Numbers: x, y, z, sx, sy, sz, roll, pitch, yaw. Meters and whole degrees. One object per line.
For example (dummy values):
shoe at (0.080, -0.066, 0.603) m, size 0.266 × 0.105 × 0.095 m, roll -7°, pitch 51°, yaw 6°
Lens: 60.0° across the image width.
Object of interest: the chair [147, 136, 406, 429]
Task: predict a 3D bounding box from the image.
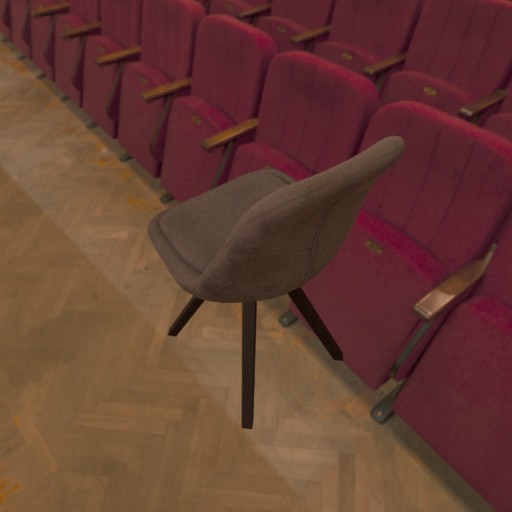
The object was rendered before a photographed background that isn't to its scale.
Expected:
chair at (0.000, 0.000, 1.179) m, size 0.476 × 0.850 × 0.550 m, roll -29°, pitch 52°, yaw -25°
